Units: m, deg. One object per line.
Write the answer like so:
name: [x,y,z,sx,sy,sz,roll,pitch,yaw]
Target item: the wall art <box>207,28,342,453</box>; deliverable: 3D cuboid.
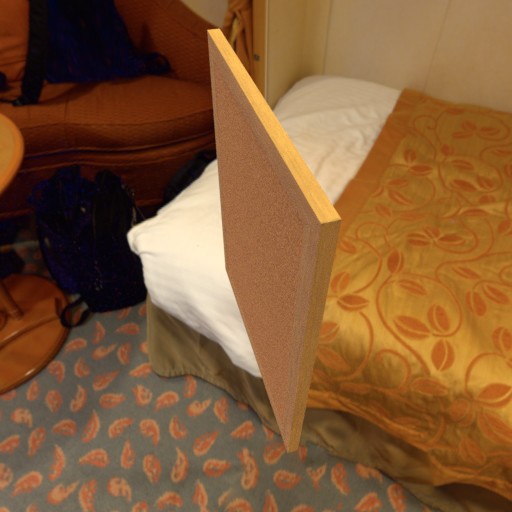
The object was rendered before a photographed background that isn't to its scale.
wall art: [0.000,0.000,0.743,0.020,0.561,0.460,-12,48,-11]
